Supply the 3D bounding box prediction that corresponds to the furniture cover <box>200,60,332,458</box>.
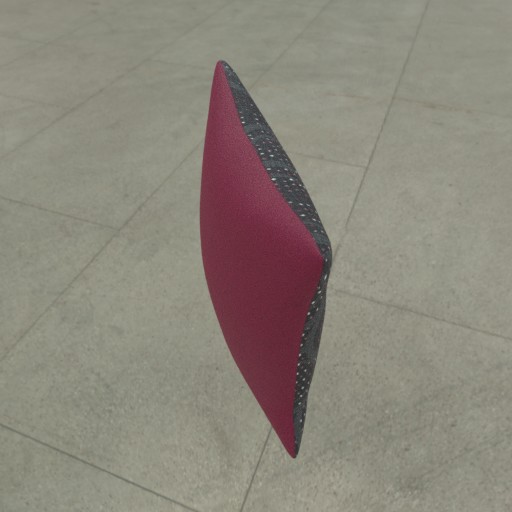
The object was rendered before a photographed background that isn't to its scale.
[{"bbox_3d":[0.000,0.000,0.814,0.193,0.509,0.552,-10,45,-10],"label":"furniture cover"}]
